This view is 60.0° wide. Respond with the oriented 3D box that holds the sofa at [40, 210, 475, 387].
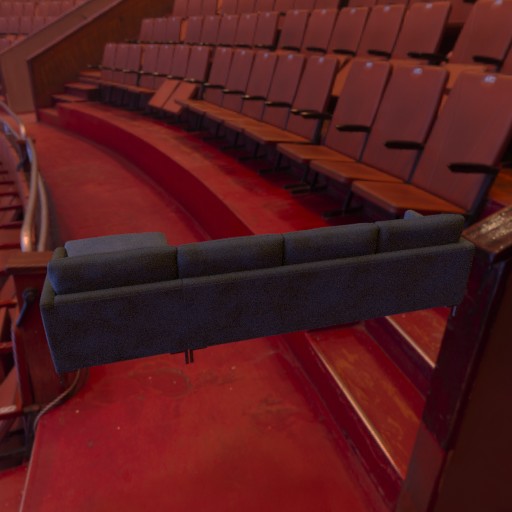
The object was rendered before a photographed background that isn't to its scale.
[{"bbox_3d":[0.000,0.000,3.216,2.725,0.756,1.255,-7,26,-14],"label":"sofa"}]
